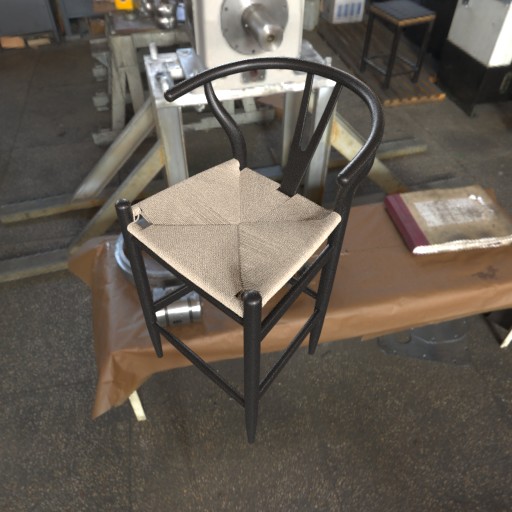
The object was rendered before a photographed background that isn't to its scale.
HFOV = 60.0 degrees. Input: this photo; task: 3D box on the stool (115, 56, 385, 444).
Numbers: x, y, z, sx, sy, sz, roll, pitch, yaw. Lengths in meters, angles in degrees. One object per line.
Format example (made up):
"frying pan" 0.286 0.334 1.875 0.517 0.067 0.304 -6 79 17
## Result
"stool" 0.000 0.000 1.334 0.569 0.970 0.579 33 54 28
